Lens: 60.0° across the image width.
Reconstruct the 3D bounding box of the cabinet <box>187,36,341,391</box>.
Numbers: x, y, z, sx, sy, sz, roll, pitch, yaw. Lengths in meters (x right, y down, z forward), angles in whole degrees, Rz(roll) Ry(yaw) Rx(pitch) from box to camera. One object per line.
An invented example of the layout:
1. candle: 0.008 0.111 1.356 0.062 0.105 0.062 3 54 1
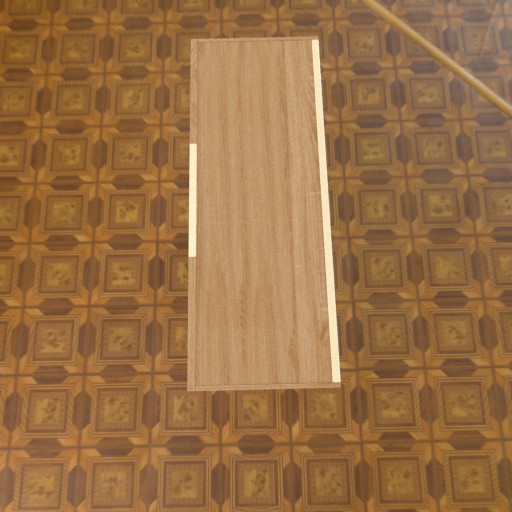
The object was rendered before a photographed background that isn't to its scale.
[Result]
1. cabinet: 0.000 0.000 2.833 0.590 2.120 1.500 -1 77 0
